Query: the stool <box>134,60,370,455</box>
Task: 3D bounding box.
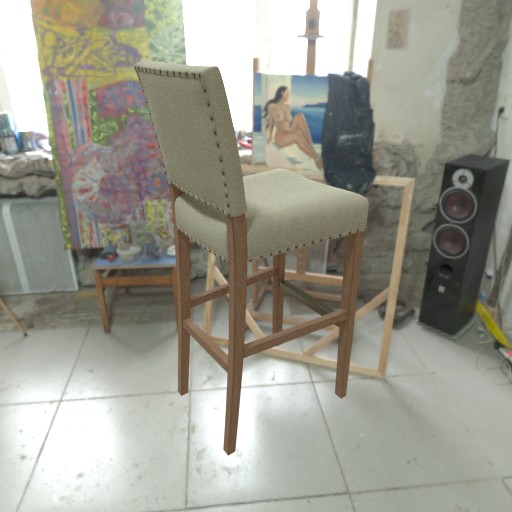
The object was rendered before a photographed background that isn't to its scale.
[{"bbox_3d":[0.000,0.000,1.415,0.546,1.143,0.428,-17,31,-32],"label":"stool"}]
